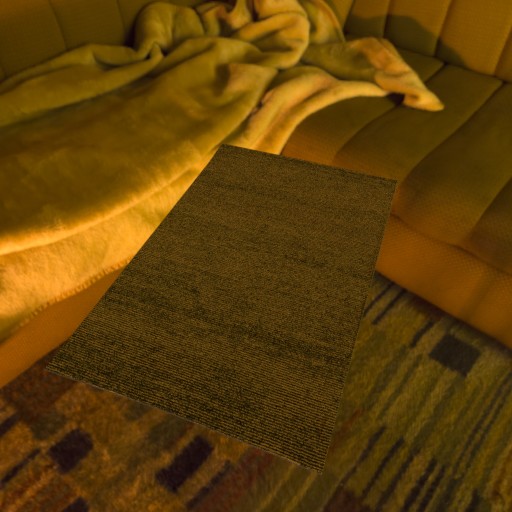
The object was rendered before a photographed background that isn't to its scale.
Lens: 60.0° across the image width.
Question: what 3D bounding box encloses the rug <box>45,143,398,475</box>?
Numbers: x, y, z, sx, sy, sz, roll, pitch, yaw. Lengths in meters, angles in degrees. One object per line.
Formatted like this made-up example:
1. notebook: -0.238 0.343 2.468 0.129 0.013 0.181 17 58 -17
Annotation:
1. rug: 0.000 0.000 2.208 1.145 0.021 1.777 15 48 14
